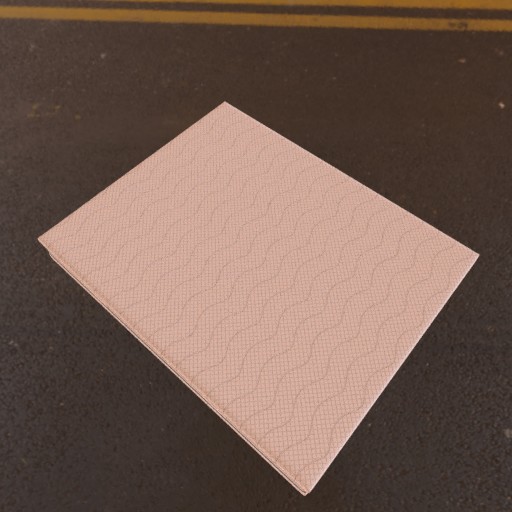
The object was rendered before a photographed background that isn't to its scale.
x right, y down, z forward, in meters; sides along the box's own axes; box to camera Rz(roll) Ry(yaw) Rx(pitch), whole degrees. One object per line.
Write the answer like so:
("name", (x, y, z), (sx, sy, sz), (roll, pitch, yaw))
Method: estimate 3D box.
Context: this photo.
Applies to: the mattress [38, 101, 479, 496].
("mattress", (0.000, 0.000, 2.645), (2.000, 0.230, 1.600), (37, 65, 20))
